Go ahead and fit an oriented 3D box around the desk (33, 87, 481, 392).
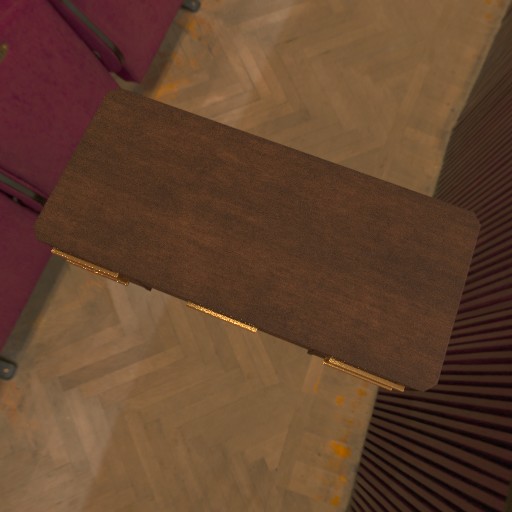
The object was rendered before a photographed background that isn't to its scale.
[{"bbox_3d":[0.000,0.000,1.939,1.479,0.762,0.684,21,76,5],"label":"desk"}]
